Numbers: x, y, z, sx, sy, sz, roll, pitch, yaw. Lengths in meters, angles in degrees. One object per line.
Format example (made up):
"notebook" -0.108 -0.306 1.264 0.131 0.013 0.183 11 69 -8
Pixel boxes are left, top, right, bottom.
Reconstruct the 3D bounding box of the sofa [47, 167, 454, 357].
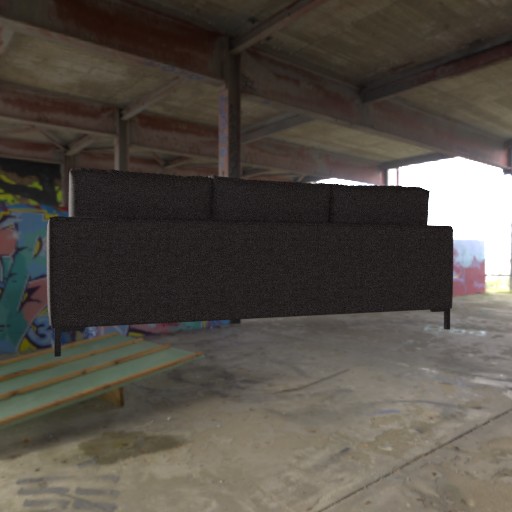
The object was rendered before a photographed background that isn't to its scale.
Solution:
"sofa" 0.000 0.000 2.718 2.253 0.882 0.876 0 1 -19
